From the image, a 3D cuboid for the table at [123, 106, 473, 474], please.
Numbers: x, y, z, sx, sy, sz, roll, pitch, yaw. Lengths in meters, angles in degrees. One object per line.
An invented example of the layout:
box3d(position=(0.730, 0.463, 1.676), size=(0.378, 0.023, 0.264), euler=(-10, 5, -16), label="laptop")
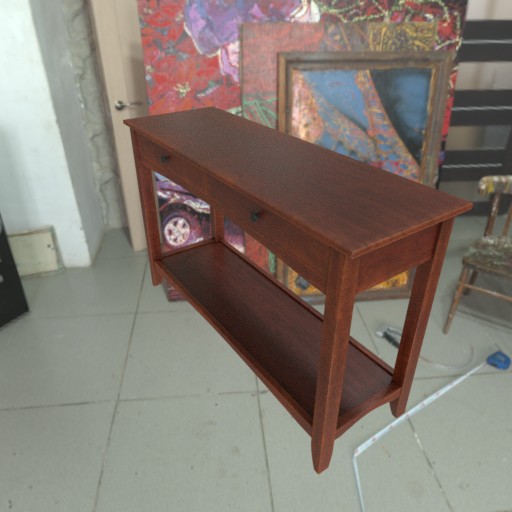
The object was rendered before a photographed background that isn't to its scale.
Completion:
box3d(position=(0.000, 0.000, 1.530), size=(0.392, 0.739, 1.188), euler=(-20, 36, -29), label="table")
